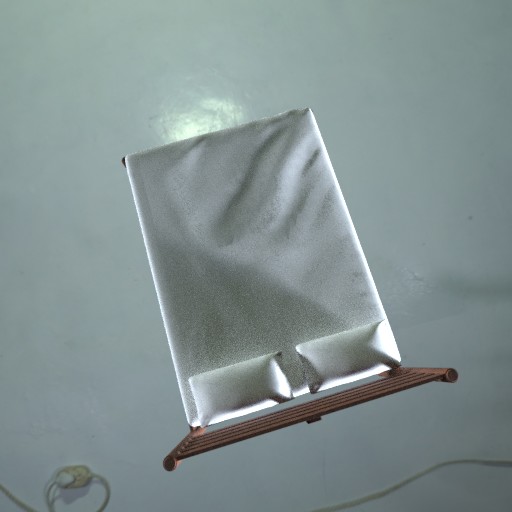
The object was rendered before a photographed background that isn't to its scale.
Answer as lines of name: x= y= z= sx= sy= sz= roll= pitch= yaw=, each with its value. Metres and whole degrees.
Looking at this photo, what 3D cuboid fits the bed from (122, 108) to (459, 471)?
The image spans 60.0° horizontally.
bed: x=0.000 y=0.000 z=3.007 sx=1.509 sy=1.304 sz=2.093 roll=-16 pitch=77 yaw=-4
